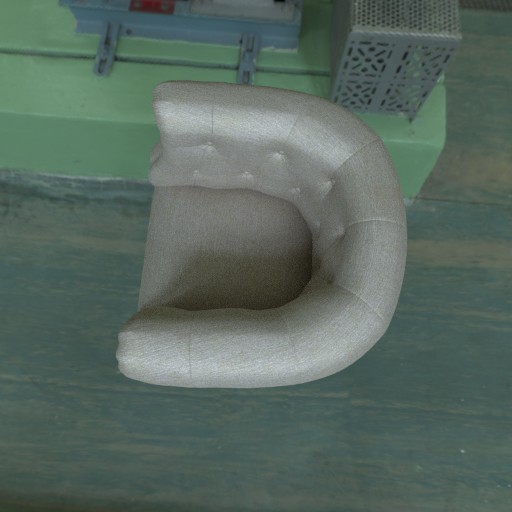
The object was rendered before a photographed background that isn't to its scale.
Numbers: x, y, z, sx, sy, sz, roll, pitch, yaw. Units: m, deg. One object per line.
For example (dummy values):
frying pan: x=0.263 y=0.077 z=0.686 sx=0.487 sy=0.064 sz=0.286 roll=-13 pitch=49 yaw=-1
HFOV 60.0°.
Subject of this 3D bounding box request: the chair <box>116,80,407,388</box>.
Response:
chair: x=0.000 y=0.000 z=1.570 sx=0.852 sy=0.827 sz=0.905 roll=3 pitch=74 yaw=1
